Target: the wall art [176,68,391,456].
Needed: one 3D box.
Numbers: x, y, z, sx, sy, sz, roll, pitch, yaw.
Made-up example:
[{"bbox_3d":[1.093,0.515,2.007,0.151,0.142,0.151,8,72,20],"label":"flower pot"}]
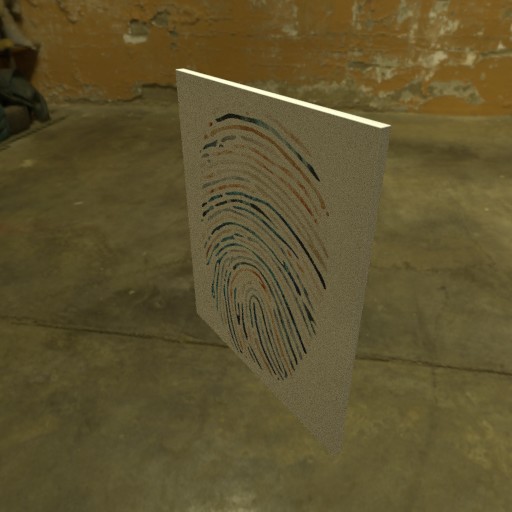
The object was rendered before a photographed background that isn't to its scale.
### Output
[{"bbox_3d":[0.000,0.000,0.996,0.021,0.710,0.609,-20,37,-30],"label":"wall art"}]
